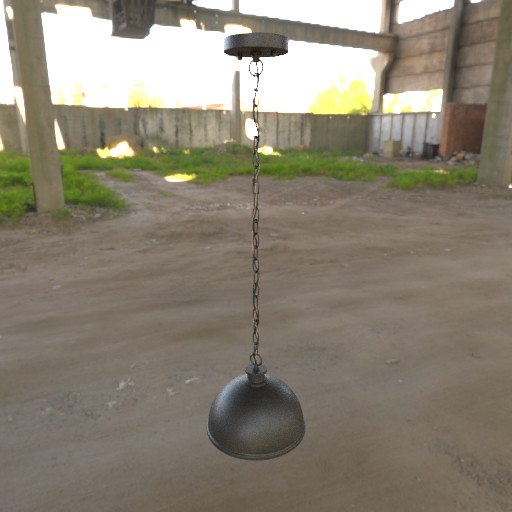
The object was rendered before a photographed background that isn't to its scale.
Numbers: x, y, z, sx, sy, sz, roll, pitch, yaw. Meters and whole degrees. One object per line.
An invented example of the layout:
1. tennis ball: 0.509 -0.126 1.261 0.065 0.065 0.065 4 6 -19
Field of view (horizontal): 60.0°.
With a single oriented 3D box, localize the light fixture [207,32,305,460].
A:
1. light fixture: 0.000 0.000 1.222 0.304 1.090 0.304 9 18 28
